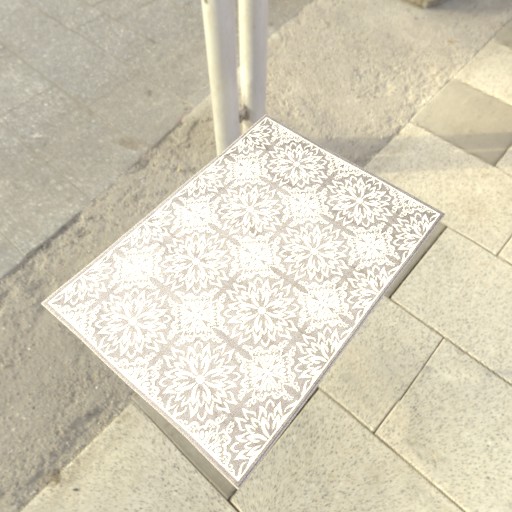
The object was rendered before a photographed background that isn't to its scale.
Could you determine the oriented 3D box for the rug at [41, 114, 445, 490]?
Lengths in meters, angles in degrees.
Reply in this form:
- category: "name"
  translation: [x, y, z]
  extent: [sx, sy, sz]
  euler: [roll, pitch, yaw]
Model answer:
- category: "rug"
  translation: [0.000, 0.000, 2.907]
  extent: [1.608, 0.014, 2.213]
  euler: [35, 64, 20]
